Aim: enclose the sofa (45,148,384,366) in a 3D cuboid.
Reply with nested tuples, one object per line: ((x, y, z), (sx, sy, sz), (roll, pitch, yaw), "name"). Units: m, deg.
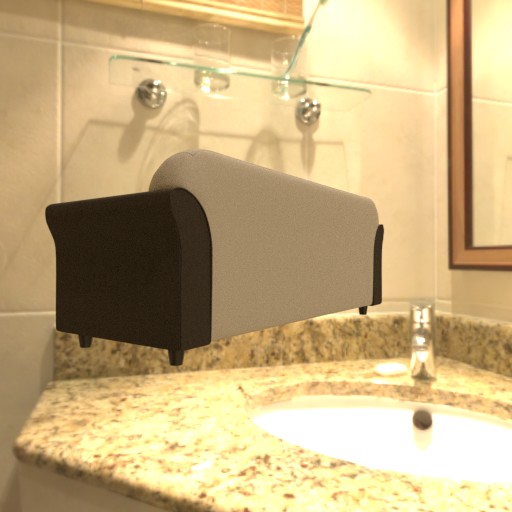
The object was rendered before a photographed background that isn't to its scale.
((0.000, 0.000, 2.452), (0.755, 0.787, 2.001), (0, 0, 35), "sofa")
